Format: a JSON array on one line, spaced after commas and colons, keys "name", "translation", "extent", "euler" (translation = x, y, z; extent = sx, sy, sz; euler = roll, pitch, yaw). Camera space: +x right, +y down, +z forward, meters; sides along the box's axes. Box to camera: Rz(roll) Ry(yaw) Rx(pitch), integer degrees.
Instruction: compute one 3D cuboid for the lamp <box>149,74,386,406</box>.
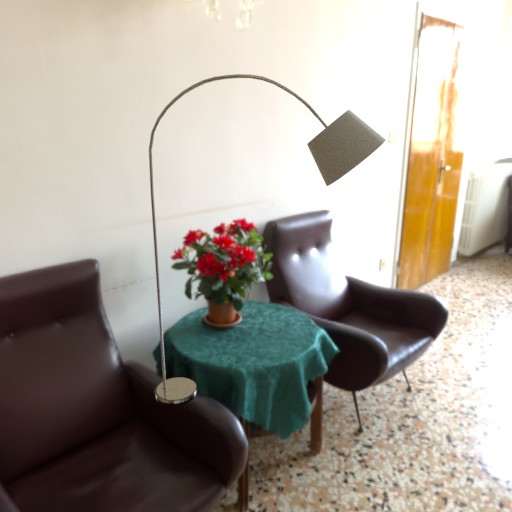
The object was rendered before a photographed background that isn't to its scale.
[{"name": "lamp", "translation": [0.000, 0.000, 2.748], "extent": [1.445, 2.098, 0.406], "euler": [3, 17, 9]}]
